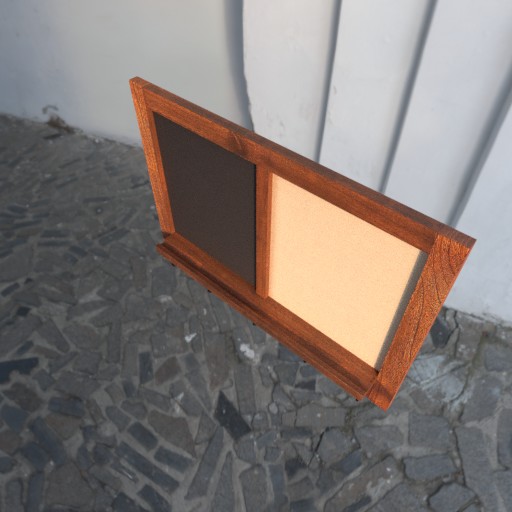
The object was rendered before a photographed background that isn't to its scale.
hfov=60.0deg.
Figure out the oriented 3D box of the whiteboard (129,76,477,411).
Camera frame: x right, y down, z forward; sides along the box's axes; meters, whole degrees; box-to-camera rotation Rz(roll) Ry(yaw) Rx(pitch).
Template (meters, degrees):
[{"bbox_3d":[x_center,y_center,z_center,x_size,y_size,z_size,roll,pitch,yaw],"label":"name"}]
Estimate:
[{"bbox_3d":[0.000,0.000,0.989,0.768,0.553,0.083,33,55,26],"label":"whiteboard"}]
